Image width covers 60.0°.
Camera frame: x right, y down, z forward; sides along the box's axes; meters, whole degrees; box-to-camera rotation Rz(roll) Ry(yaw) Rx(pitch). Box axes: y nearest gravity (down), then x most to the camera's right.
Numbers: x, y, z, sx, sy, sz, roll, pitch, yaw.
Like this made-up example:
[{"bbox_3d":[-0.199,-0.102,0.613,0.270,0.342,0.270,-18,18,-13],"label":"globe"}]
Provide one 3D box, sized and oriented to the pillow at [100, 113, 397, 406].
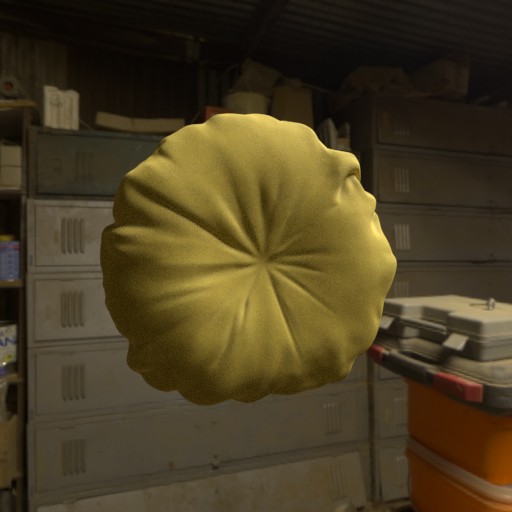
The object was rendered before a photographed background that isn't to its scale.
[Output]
[{"bbox_3d":[0.000,0.000,0.645,0.428,0.407,0.148,0,0,-18],"label":"pillow"}]
